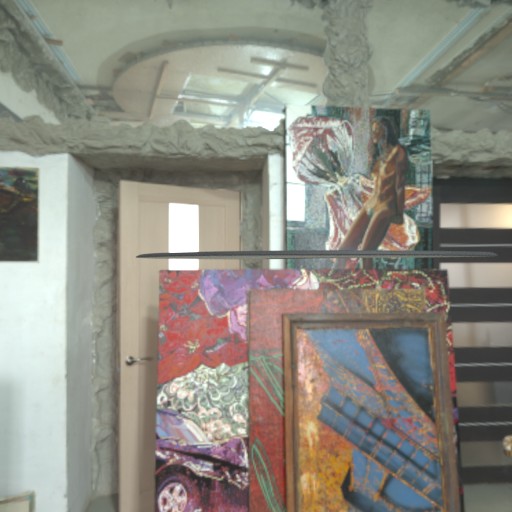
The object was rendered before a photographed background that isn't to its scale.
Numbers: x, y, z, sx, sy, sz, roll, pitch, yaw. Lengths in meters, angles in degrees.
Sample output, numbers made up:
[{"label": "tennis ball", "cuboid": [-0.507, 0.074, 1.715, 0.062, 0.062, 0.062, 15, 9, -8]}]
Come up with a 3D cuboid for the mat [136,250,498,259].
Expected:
[{"label": "mat", "cuboid": [0.000, 0.000, 1.816, 0.917, 0.016, 1.525, 1, -1, -34]}]
